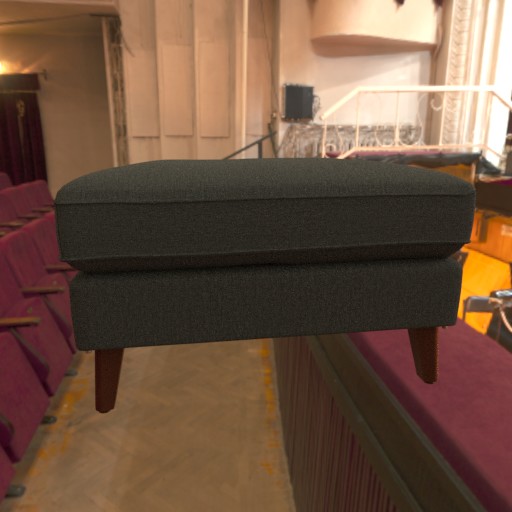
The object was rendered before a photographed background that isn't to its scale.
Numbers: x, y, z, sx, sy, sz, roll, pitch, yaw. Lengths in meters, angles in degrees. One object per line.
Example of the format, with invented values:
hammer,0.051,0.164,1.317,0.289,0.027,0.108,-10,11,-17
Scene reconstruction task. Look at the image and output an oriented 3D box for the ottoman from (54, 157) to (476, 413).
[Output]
ottoman,0.000,0.000,1.174,0.835,0.503,0.629,-2,14,-9
